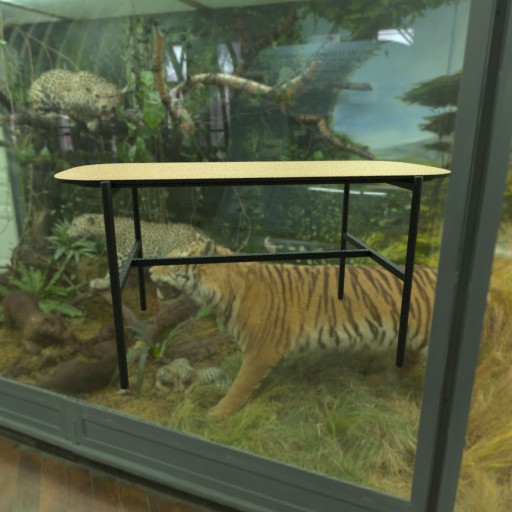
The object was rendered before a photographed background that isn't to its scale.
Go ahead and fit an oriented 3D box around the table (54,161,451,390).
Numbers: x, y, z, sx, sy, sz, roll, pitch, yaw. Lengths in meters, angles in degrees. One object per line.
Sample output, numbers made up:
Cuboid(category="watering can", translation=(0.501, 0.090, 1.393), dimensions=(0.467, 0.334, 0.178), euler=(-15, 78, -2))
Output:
Cuboid(category="table", translation=(0.000, 0.000, 1.026), dimensions=(0.800, 0.400, 0.400), euler=(-2, 16, -8))
